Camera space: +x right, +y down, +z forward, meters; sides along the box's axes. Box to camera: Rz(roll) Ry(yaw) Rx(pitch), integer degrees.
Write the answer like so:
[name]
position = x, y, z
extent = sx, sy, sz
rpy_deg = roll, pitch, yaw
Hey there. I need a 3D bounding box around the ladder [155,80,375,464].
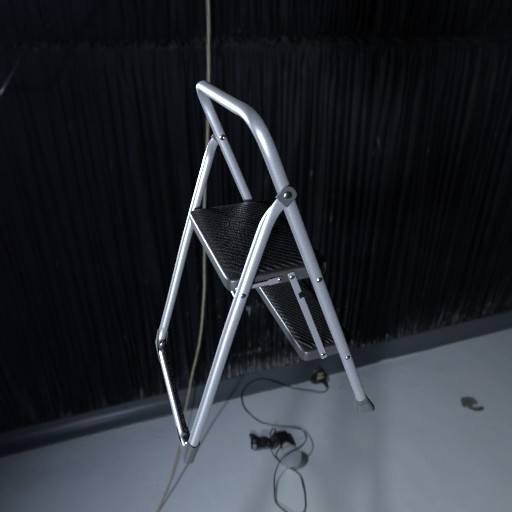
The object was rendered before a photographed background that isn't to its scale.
[ladder]
position = 0.000, 0.000, 1.008
extent = 0.472, 0.720, 0.430
rpy_deg = -10, 31, -17
